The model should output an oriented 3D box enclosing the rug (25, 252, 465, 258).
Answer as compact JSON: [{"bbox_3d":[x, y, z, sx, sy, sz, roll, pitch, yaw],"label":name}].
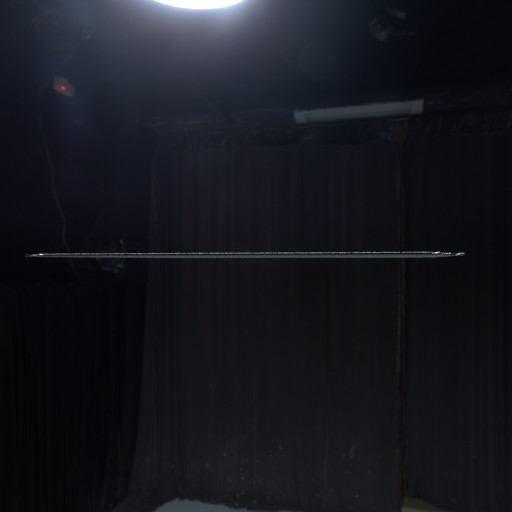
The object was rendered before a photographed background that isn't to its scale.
[{"bbox_3d":[0.000,0.000,2.345,1.872,0.013,1.243,0,-1,18],"label":"rug"}]
